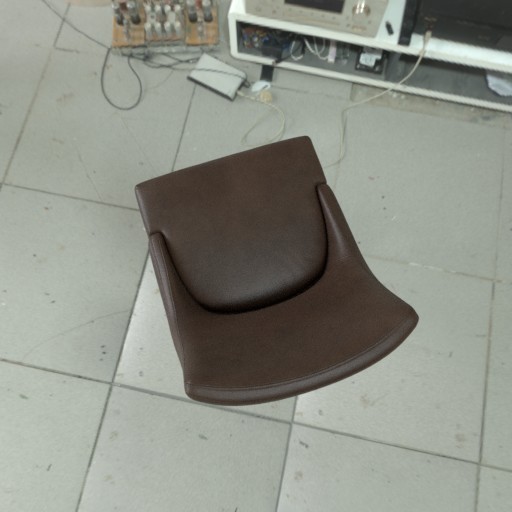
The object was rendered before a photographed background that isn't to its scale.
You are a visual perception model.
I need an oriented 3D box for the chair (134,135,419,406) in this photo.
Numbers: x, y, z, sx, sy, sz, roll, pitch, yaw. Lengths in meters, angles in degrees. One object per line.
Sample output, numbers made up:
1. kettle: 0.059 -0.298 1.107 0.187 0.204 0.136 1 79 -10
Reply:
1. chair: 0.000 0.000 1.479 0.701 0.909 0.861 -17 76 -4
